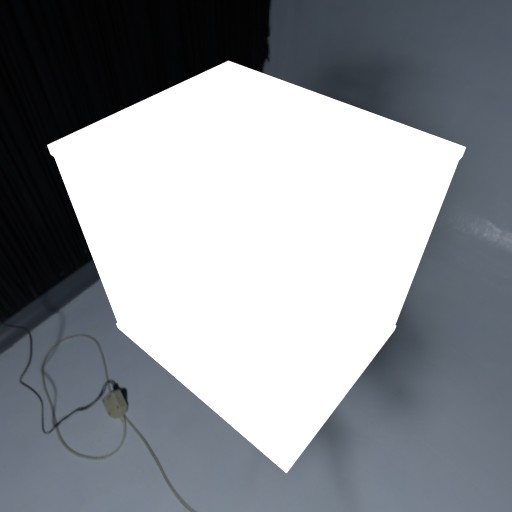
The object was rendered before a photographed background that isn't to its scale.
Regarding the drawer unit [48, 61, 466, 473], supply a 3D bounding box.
[{"bbox_3d":[0.000,0.000,0.604,0.349,0.344,0.290,31,54,27],"label":"drawer unit"}]
